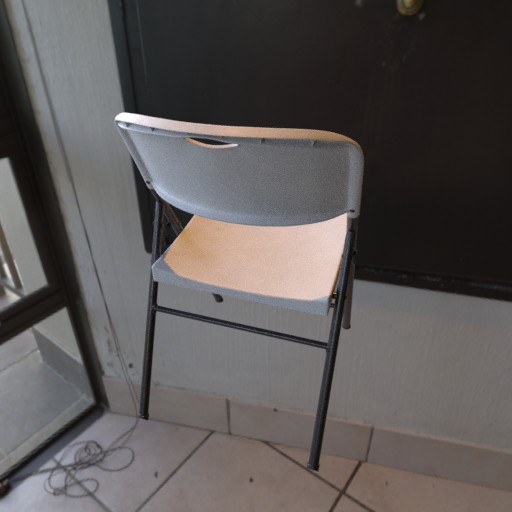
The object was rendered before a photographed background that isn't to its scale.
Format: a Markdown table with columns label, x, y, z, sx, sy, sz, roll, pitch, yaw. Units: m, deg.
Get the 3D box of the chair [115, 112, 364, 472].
| label | x | y | z | sx | sy | sz | roll | pitch | yaw |
| --- | --- | --- | --- | --- | --- | --- | --- | --- | --- |
| chair | 0.000 | 0.000 | 1.123 | 0.494 | 0.810 | 0.566 | 10 | 34 | 15 |
